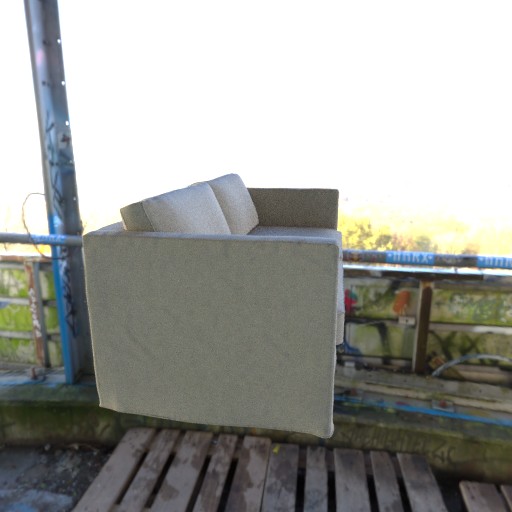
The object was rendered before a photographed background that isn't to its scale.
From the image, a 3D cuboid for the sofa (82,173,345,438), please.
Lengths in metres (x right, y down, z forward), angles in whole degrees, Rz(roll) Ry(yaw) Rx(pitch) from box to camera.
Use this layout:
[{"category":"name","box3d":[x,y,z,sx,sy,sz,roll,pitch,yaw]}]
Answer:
[{"category":"sofa","box3d":[0.000,0.000,2.496,0.962,0.835,1.959,3,14,10]}]
